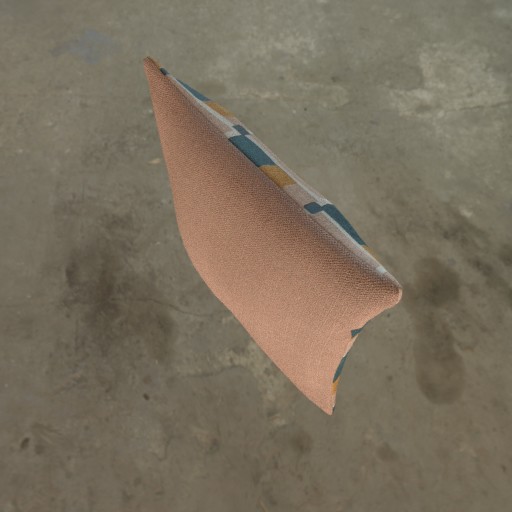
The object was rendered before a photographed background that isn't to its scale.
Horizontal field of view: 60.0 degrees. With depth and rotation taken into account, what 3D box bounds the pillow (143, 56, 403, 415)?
[{"bbox_3d":[0.000,0.000,0.721,0.158,0.479,0.478,-33,63,-19],"label":"pillow"}]
